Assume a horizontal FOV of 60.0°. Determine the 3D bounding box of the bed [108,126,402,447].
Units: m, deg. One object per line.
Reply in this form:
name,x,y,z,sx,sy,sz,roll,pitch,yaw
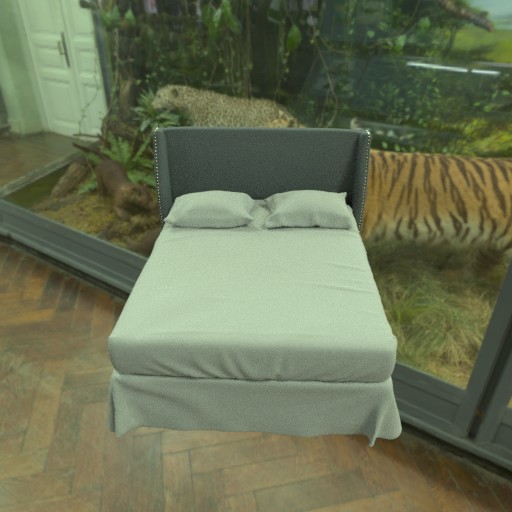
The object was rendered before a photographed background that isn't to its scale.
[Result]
bed,0.000,0.000,3.326,1.925,1.332,2.276,1,31,2
